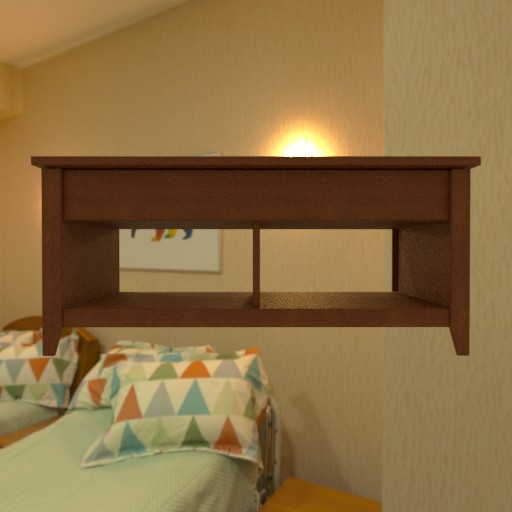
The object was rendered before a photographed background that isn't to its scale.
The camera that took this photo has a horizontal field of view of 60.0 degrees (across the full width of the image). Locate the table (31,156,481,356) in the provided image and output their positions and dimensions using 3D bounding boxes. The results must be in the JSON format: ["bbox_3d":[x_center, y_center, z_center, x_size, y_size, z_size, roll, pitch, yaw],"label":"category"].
[{"bbox_3d":[0.000,0.000,1.243,1.016,0.457,0.483,0,1,0],"label":"table"}]
